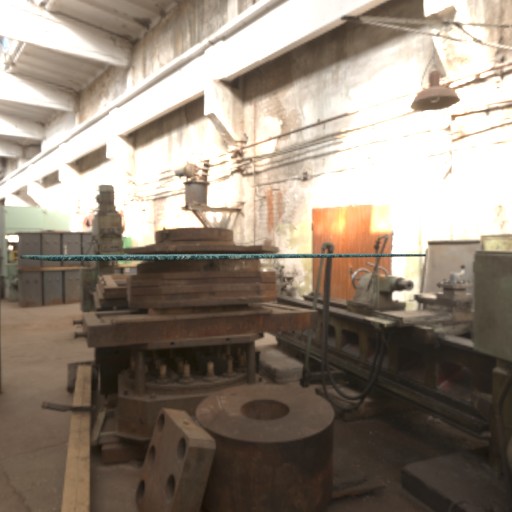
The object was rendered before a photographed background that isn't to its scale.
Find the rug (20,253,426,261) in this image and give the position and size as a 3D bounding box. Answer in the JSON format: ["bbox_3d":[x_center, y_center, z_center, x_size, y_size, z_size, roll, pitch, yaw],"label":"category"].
[{"bbox_3d":[0.000,0.000,2.511,2.286,0.016,0.676,0,1,-36],"label":"rug"}]
